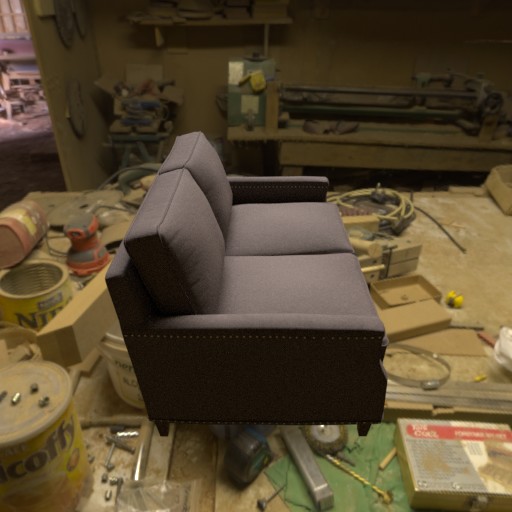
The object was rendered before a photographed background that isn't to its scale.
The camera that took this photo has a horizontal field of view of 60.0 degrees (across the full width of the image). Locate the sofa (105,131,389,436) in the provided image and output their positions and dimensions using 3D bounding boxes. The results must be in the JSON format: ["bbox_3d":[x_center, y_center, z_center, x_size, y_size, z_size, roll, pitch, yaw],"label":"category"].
[{"bbox_3d":[0.000,0.000,2.356,1.084,1.003,1.597,0,31,0],"label":"sofa"}]
